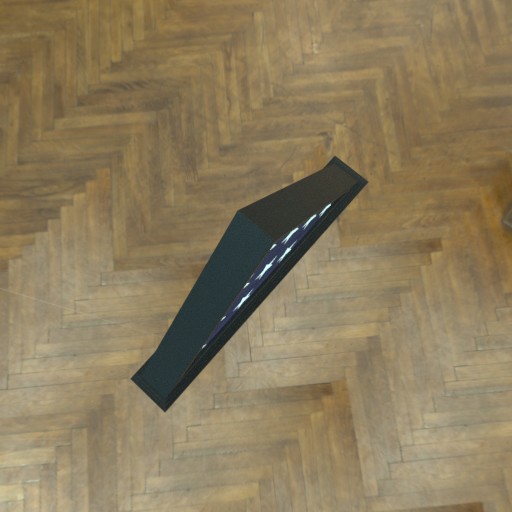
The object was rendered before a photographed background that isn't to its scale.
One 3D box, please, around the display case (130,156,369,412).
[{"bbox_3d":[0.000,0.000,0.762,0.095,0.340,0.640,41,79,9],"label":"display case"}]
